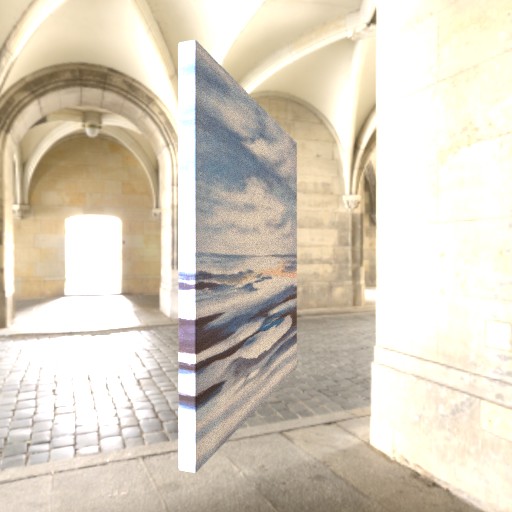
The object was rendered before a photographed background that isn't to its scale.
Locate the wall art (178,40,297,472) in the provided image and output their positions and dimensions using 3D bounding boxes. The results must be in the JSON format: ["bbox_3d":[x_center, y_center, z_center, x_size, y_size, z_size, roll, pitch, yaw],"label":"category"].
[{"bbox_3d":[0.000,0.000,1.120,0.035,0.747,0.747,0,0,19],"label":"wall art"}]
